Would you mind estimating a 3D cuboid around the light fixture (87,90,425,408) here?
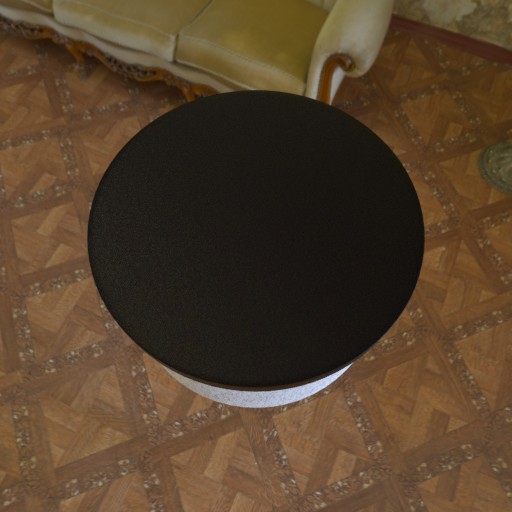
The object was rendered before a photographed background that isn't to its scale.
[{"bbox_3d":[0.000,0.000,0.619,0.389,0.229,0.389,0,65,0],"label":"light fixture"}]
